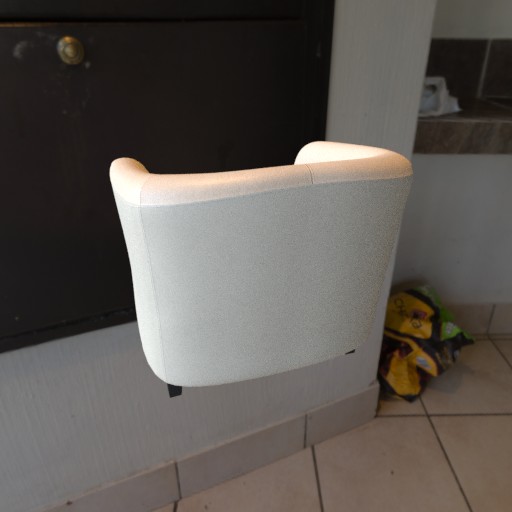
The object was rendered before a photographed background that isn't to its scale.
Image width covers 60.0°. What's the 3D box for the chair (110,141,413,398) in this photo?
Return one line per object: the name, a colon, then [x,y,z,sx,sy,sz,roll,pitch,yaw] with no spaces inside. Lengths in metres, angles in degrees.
chair: [0.000,0.000,1.392,0.792,0.756,0.727,-9,29,-17]
